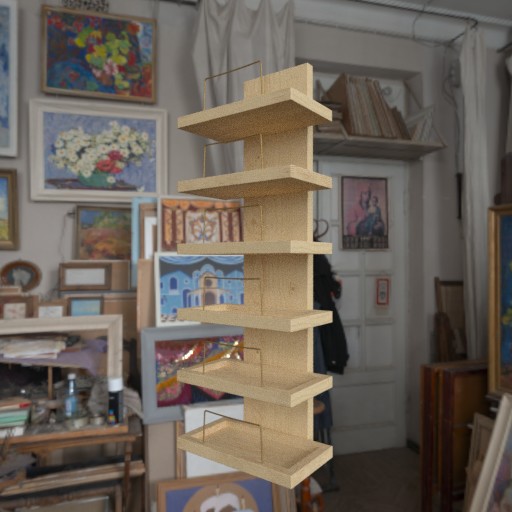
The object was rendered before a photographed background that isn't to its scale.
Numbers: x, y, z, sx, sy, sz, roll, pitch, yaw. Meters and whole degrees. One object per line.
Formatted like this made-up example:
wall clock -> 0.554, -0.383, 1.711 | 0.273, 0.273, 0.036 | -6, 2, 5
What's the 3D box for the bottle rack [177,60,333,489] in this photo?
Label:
bottle rack -> 0.000, 0.000, 1.074 | 0.330, 0.943, 0.206 | 0, -1, 37
